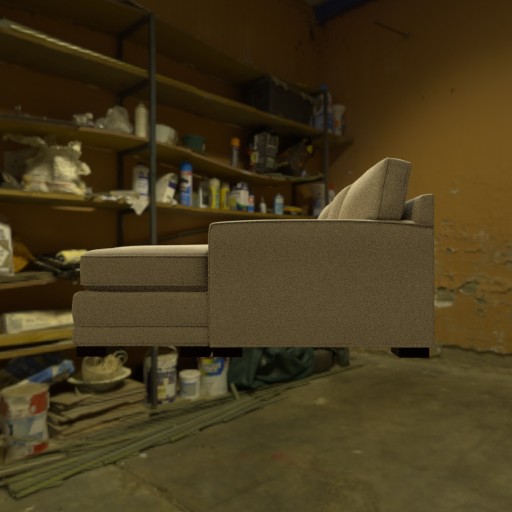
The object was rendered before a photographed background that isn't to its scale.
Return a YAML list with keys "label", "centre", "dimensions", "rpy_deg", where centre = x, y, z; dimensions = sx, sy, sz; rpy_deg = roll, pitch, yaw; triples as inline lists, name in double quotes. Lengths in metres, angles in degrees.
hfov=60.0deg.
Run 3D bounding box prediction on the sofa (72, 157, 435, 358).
- label: "sofa"
  centre: [0.000, 0.000, 2.855]
  dimensions: [1.496, 0.861, 2.087]
  rpy_deg: [0, -1, 1]
